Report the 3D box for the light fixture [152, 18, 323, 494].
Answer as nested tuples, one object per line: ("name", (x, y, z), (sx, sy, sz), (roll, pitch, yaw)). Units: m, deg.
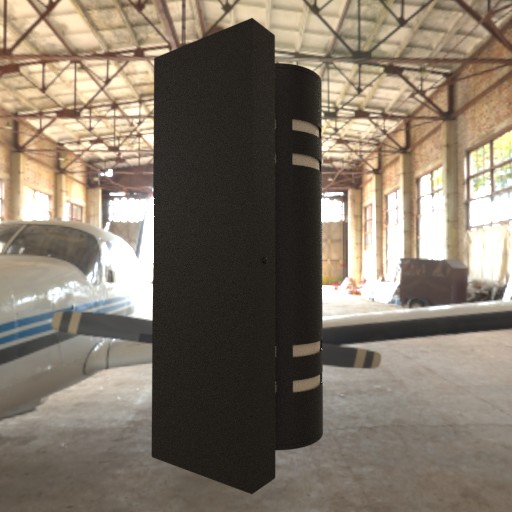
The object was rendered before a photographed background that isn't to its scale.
("light fixture", (0.000, 0.000, 0.397), (0.105, 0.330, 0.149), (-1, -2, 36))
